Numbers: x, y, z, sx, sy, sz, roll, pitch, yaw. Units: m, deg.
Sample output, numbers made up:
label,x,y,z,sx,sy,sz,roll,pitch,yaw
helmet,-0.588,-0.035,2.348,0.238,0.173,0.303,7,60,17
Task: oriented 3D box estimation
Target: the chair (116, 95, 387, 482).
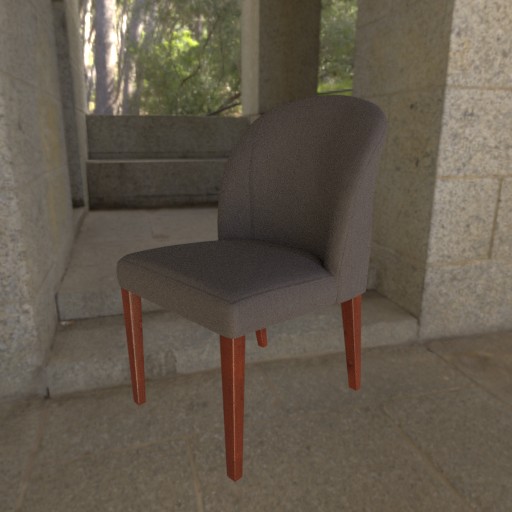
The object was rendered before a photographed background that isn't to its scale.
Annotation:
label,x,y,z,sx,sy,sz,roll,pitch,yaw
chair,0.000,0.000,1.239,0.619,0.879,0.506,-15,22,-43
